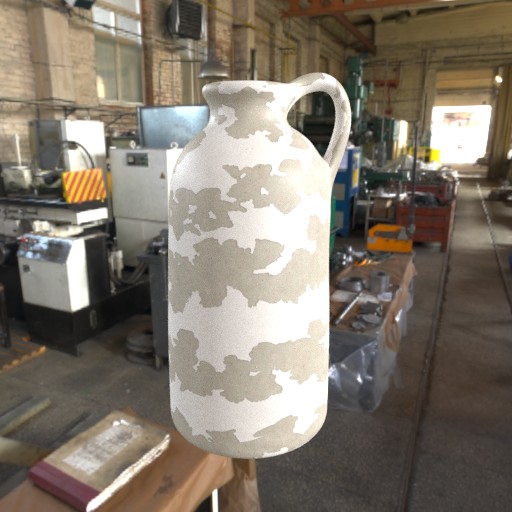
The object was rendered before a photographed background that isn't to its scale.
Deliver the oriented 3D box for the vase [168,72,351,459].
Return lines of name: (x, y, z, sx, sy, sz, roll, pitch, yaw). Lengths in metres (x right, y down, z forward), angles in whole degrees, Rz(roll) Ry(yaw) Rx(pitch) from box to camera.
vase: (0.000, 0.000, 0.491, 0.203, 0.382, 0.186, -2, 15, -8)
